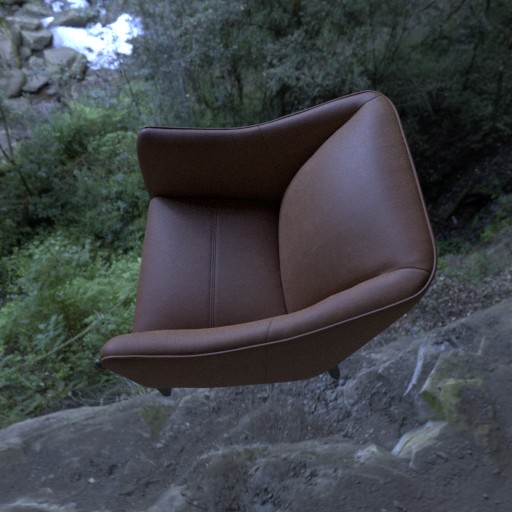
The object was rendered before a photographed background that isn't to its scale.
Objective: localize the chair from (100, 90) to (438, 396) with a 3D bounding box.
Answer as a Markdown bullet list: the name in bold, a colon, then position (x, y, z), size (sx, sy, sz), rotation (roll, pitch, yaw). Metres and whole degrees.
- **chair**: position (0.000, 0.000, 1.510), size (0.852, 0.830, 0.871), rotation (-1, 58, -1)
